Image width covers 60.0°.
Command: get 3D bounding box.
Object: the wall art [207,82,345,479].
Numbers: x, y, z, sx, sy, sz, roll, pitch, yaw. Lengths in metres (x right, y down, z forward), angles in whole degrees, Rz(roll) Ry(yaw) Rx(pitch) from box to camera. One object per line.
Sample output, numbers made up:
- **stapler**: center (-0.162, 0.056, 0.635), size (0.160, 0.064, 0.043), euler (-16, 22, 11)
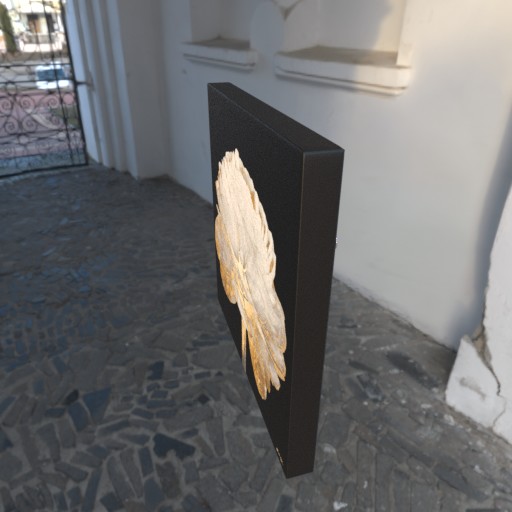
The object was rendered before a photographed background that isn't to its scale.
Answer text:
- **wall art**: center (0.000, 0.000, 0.620), size (0.041, 0.407, 0.406), euler (-8, 30, -14)
